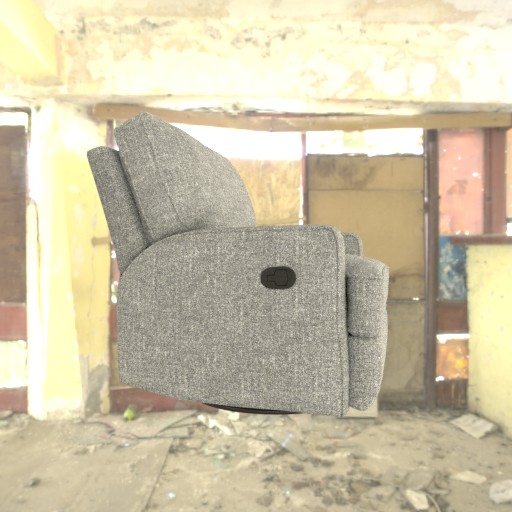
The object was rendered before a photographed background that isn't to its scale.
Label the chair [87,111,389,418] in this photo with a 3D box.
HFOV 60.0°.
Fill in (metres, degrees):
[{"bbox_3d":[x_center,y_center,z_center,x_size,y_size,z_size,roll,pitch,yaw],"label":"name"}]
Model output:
[{"bbox_3d":[0.000,0.000,1.691,0.964,0.962,0.861,0,1,18],"label":"chair"}]
